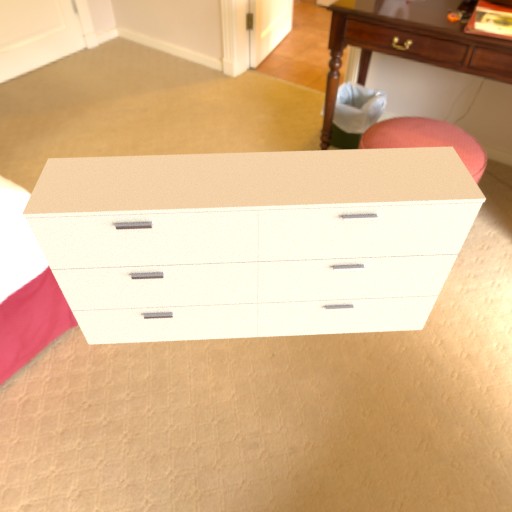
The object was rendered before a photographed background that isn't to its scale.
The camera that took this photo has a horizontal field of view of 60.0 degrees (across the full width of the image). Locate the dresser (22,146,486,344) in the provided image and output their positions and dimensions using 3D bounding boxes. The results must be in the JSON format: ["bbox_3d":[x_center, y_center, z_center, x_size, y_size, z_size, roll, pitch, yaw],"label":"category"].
[{"bbox_3d":[0.000,0.000,1.853,1.535,0.790,0.333,-2,46,-2],"label":"dresser"}]
